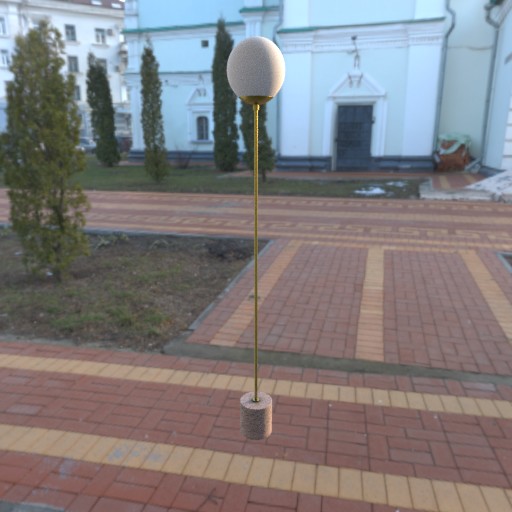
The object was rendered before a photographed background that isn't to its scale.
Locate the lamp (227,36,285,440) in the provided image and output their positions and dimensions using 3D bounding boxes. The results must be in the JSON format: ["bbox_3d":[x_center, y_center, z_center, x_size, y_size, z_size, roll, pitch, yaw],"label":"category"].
[{"bbox_3d":[0.000,0.000,1.931,0.229,1.748,0.229,8,17,27],"label":"lamp"}]
